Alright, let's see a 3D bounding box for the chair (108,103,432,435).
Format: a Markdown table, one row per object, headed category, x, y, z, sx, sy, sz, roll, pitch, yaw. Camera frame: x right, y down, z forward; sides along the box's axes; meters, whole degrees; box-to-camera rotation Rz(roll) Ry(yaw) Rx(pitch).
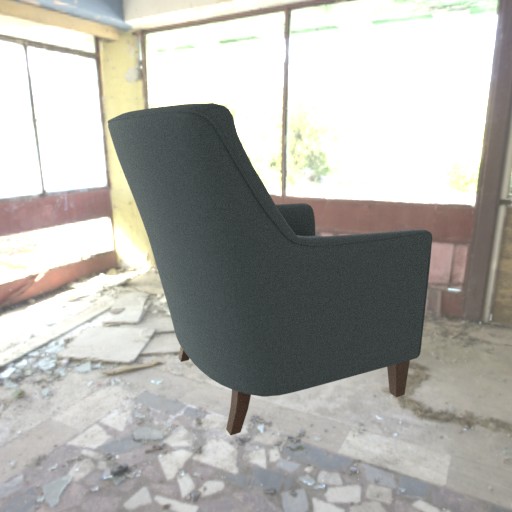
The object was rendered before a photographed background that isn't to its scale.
| category | x | y | z | sx | sy | sz | roll | pitch | yaw |
| --- | --- | --- | --- | --- | --- | --- | --- | --- | --- |
| chair | 0.000 | 0.000 | 1.507 | 0.879 | 0.916 | 0.756 | -7 | 16 | -25 |
